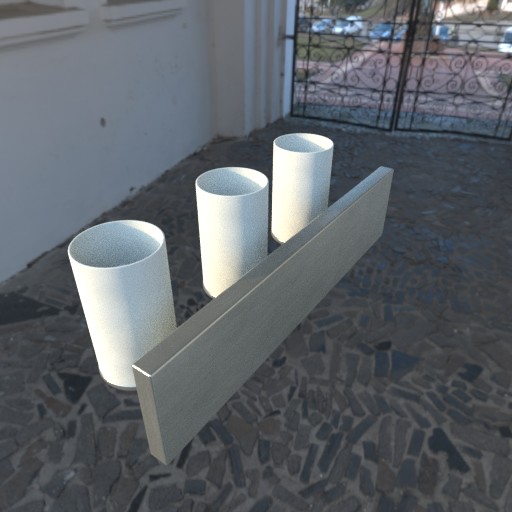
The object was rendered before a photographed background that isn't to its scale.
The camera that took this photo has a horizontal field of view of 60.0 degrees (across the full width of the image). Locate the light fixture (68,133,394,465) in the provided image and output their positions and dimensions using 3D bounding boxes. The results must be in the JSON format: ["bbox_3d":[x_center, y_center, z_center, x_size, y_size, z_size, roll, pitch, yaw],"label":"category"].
[{"bbox_3d":[0.000,0.000,0.515,0.145,0.172,0.451,21,39,29],"label":"light fixture"}]
